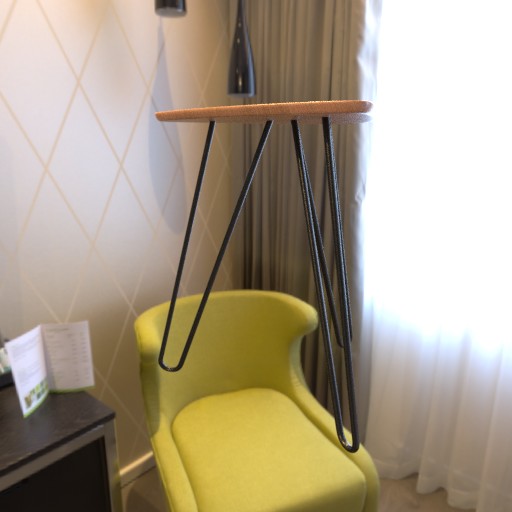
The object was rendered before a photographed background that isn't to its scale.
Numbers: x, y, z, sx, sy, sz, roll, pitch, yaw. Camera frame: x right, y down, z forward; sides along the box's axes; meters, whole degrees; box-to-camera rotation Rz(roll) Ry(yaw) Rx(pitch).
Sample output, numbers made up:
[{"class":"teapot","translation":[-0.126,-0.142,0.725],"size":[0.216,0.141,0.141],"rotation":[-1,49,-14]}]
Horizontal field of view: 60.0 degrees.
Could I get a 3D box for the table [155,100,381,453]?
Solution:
[{"class":"table","translation":[0.000,0.000,0.910],"size":[0.455,0.564,0.442],"rotation":[3,15,10]}]
